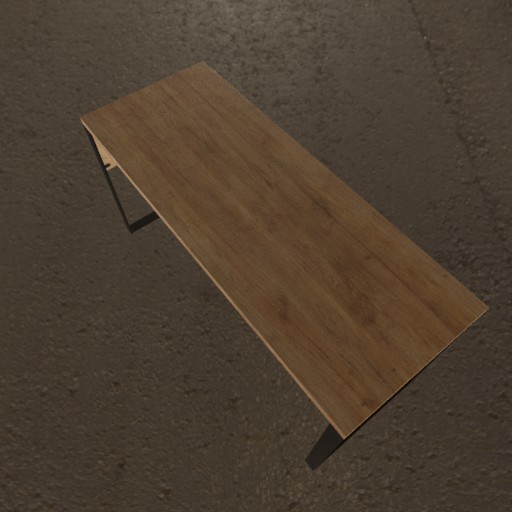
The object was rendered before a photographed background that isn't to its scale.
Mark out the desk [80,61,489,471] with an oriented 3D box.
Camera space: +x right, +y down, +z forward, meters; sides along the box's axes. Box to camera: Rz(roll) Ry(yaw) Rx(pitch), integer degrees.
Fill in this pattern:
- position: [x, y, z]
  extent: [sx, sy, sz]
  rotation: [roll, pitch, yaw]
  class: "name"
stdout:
- position: [0.000, 0.000, 1.874]
  extent: [0.600, 0.760, 1.520]
  rotation: [-33, 64, -19]
  class: "desk"
